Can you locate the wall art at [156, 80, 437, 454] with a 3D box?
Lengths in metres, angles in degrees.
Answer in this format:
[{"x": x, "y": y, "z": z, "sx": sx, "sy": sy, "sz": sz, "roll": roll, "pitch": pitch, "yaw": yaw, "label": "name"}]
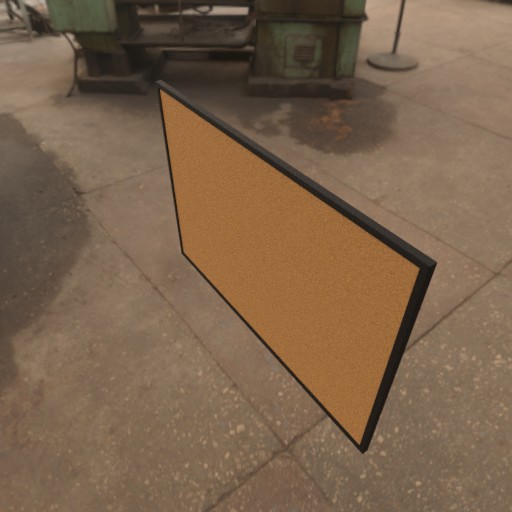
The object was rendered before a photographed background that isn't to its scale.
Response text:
[{"x": 0.000, "y": 0.000, "z": 0.838, "sx": 0.013, "sy": 0.458, "sz": 0.664, "roll": -26, "pitch": 48, "yaw": -26, "label": "wall art"}]
